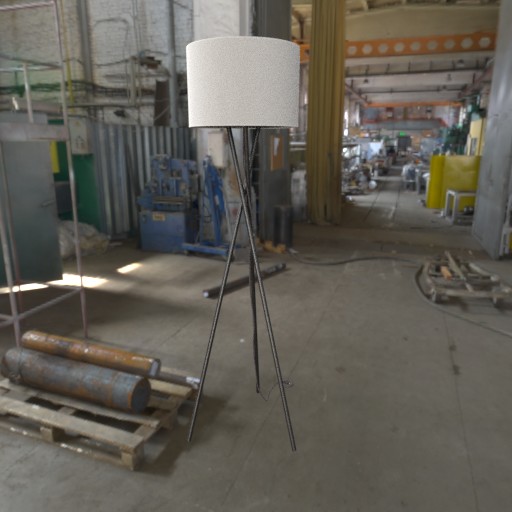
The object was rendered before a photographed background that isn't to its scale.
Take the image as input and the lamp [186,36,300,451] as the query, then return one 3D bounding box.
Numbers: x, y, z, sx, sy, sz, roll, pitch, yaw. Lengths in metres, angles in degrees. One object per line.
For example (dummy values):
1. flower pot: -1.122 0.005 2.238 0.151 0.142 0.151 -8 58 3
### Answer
1. lamp: 0.000 0.000 1.885 0.667 1.624 0.522 -7 16 -25
